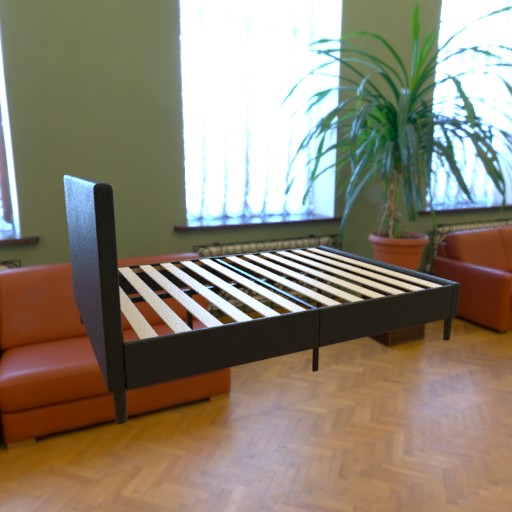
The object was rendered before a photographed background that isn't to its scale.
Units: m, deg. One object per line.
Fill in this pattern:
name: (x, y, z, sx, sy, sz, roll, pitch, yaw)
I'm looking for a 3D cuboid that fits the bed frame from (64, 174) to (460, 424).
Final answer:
bed frame: (0.000, 0.000, 2.921, 2.152, 1.046, 1.469, -6, 13, -27)
